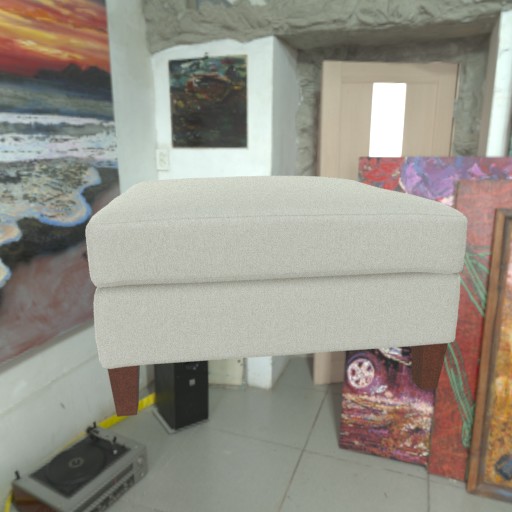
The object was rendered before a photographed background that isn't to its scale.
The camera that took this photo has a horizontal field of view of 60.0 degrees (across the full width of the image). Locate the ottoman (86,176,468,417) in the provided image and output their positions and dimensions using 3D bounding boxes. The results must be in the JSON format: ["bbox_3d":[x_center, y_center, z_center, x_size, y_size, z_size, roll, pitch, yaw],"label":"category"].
[{"bbox_3d":[0.000,0.000,1.413,0.836,0.492,0.976,-2,14,-9],"label":"ottoman"}]
